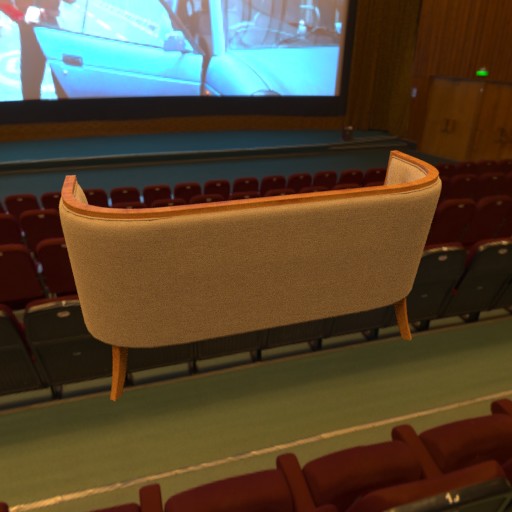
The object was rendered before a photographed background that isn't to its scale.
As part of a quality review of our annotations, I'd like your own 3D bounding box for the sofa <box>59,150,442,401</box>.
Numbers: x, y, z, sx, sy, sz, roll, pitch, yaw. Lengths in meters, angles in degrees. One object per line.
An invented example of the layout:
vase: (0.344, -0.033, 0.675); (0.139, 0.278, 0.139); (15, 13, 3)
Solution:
sofa: (0.000, 0.000, 1.947); (1.474, 0.775, 0.770); (-8, 27, -15)
